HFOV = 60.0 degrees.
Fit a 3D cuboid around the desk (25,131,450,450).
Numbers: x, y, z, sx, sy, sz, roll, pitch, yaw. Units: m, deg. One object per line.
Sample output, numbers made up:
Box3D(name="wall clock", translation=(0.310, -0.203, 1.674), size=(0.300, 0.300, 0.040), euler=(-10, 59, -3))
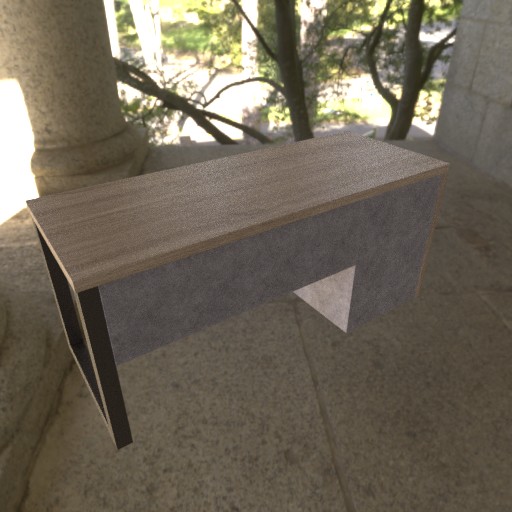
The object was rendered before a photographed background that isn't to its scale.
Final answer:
Box3D(name="desk", translation=(0.000, 0.000, 2.074), size=(1.700, 0.760, 0.690), euler=(-20, 36, -29))
